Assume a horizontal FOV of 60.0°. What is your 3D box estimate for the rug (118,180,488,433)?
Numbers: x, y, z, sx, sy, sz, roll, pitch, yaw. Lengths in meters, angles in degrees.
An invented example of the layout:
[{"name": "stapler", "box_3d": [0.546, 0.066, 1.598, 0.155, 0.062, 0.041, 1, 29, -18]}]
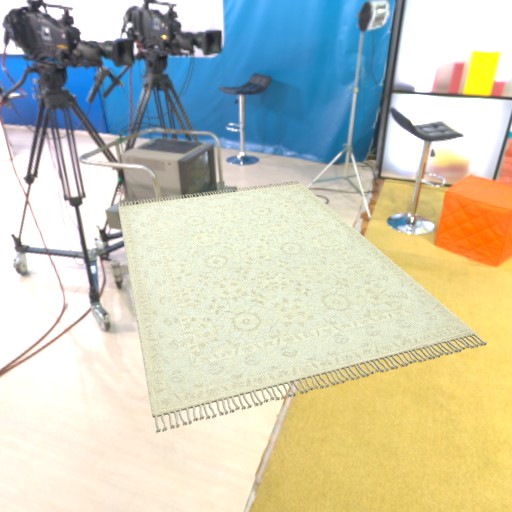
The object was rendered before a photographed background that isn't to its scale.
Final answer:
[{"name": "rug", "box_3d": [0.000, 0.000, 2.202, 1.223, 0.015, 1.771, -10, 32, -16]}]
